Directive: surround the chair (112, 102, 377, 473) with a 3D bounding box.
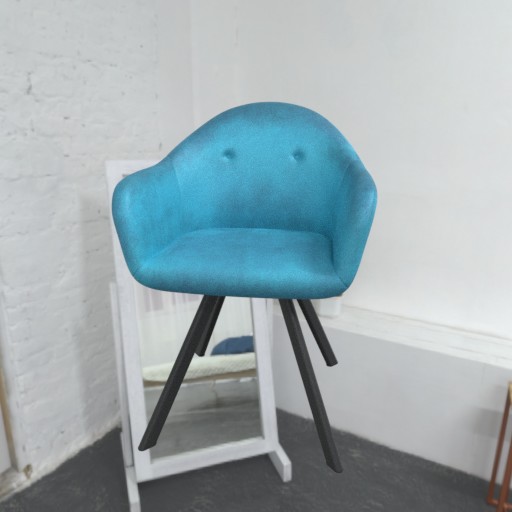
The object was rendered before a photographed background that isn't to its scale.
[{"bbox_3d":[0.000,0.000,1.139,0.540,0.780,0.570,2,16,8],"label":"chair"}]
